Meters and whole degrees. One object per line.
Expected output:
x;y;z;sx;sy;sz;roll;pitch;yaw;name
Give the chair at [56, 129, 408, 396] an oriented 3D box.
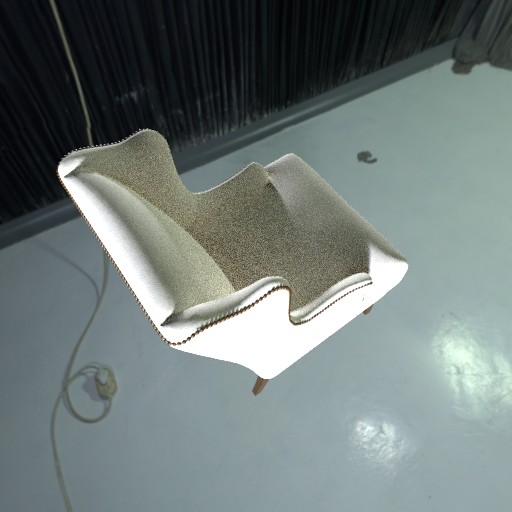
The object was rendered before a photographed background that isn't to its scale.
0.000;0.000;1.656;0.940;1.029;0.737;-32;63;-18;chair
